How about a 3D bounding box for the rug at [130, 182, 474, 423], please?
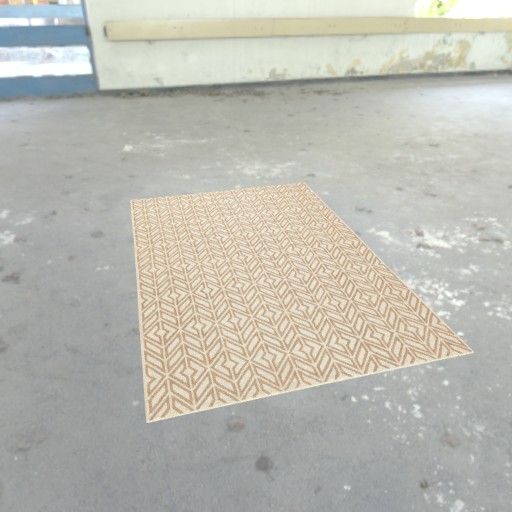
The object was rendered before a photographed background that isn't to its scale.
[{"bbox_3d":[0.000,0.000,2.305,1.220,0.007,1.828,-8,31,-13],"label":"rug"}]
